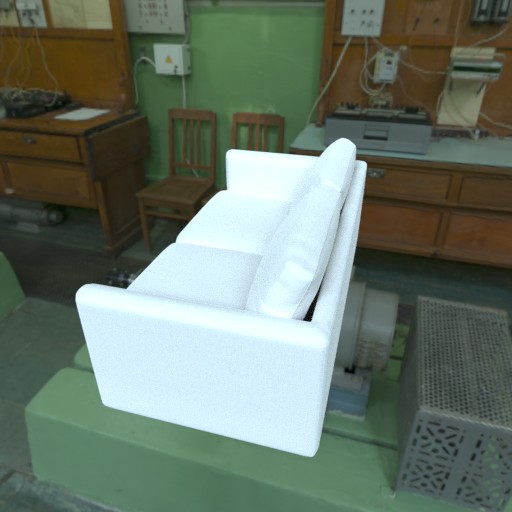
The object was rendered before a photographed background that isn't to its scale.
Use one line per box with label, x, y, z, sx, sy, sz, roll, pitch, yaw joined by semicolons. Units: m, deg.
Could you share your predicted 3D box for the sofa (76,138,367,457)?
sofa;0.000;0.000;2.259;0.940;0.893;1.713;8;32;14
